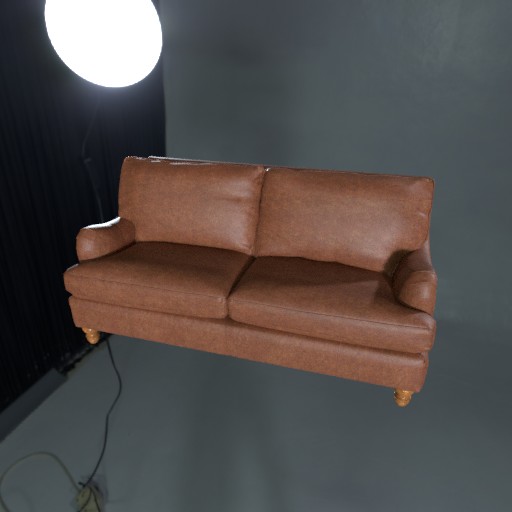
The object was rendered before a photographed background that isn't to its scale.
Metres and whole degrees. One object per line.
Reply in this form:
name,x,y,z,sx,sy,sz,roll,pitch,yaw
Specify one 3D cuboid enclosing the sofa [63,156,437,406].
sofa,0.000,0.000,2.850,2.144,1.071,1.147,7,26,15
